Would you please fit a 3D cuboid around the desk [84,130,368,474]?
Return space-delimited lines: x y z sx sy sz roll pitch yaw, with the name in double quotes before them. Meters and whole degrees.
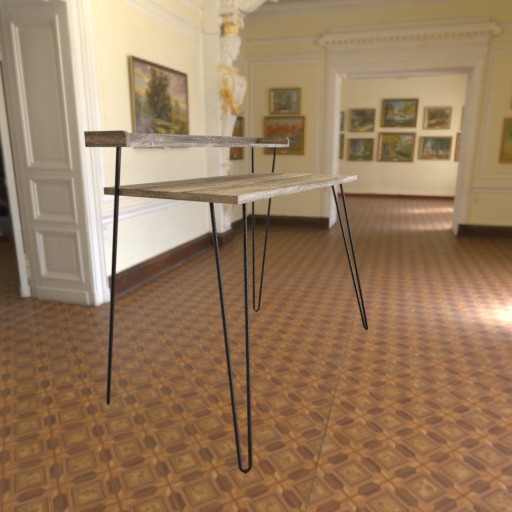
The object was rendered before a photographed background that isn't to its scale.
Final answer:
"desk" 0.000 0.000 1.697 0.605 0.899 1.135 8 16 29
